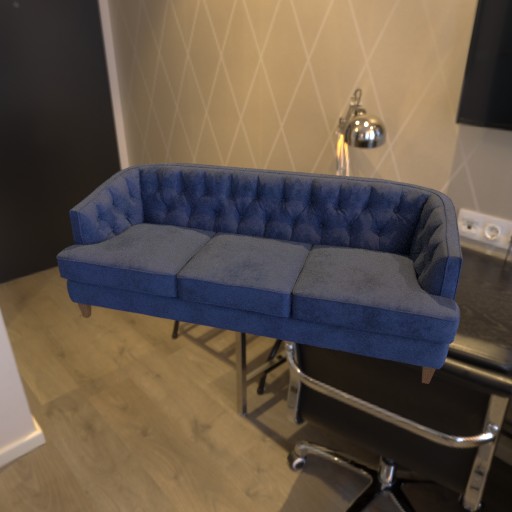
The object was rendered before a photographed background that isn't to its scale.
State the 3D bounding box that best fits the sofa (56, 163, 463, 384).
[{"bbox_3d":[0.000,0.000,2.754,2.278,0.855,0.941,8,27,15],"label":"sofa"}]
